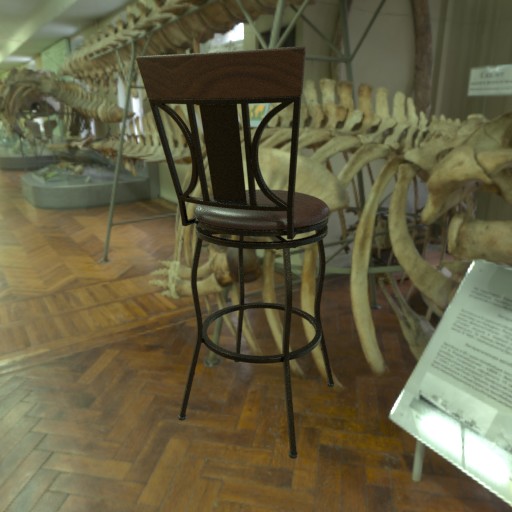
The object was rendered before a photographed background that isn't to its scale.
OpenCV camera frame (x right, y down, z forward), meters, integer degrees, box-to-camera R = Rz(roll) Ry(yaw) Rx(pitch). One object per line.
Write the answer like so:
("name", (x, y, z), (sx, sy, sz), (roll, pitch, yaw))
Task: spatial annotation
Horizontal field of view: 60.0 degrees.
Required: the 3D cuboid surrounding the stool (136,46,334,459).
("stool", (0.000, 0.000, 1.399), (0.448, 1.130, 0.513), (8, 20, 24))
